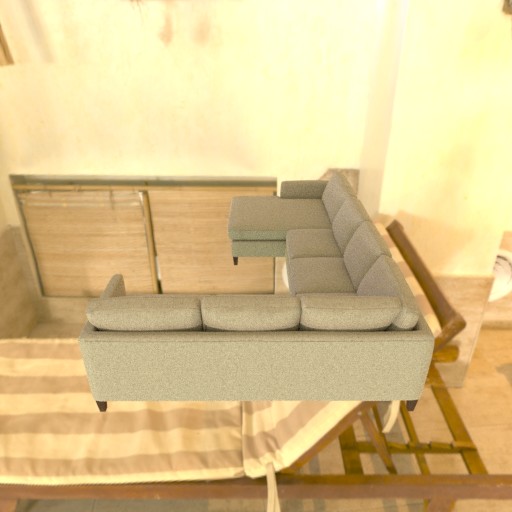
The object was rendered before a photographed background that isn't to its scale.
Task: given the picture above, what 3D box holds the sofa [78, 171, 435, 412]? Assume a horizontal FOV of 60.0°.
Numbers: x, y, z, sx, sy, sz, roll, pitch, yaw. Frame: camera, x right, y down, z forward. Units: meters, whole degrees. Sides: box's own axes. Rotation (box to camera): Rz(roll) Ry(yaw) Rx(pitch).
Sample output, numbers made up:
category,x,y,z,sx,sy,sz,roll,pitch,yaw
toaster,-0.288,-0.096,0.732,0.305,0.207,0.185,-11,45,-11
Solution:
category,x,y,z,sx,sy,sz,roll,pitch,yaw
sofa,0.000,0.000,4.758,2.593,0.959,3.460,0,28,0
